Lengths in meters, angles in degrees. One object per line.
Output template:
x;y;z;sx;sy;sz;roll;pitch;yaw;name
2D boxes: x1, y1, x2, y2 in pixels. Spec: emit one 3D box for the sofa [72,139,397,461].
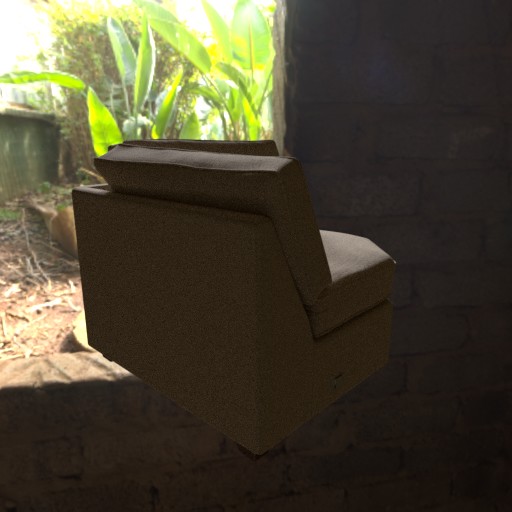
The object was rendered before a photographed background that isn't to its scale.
0.000;0.000;1.836;1.050;0.937;1.042;14;21;42;sofa
